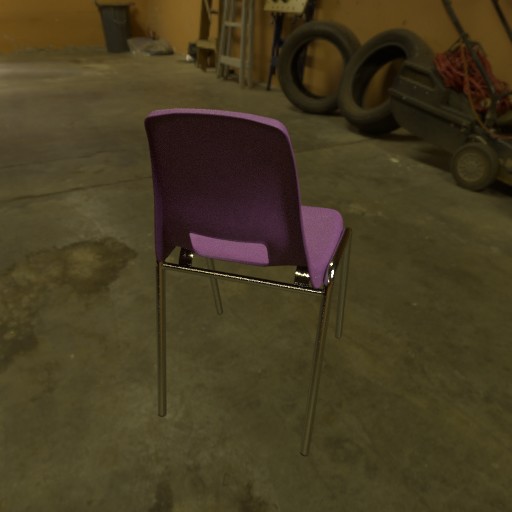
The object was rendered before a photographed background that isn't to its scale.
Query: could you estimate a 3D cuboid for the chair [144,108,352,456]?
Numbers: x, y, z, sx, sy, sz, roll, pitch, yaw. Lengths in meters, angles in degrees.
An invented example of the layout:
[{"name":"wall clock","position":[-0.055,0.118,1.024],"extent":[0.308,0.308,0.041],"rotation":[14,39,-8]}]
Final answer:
[{"name":"chair","position":[0.000,0.000,0.962],"extent":[0.381,0.704,0.432],"rotation":[9,32,15]}]
